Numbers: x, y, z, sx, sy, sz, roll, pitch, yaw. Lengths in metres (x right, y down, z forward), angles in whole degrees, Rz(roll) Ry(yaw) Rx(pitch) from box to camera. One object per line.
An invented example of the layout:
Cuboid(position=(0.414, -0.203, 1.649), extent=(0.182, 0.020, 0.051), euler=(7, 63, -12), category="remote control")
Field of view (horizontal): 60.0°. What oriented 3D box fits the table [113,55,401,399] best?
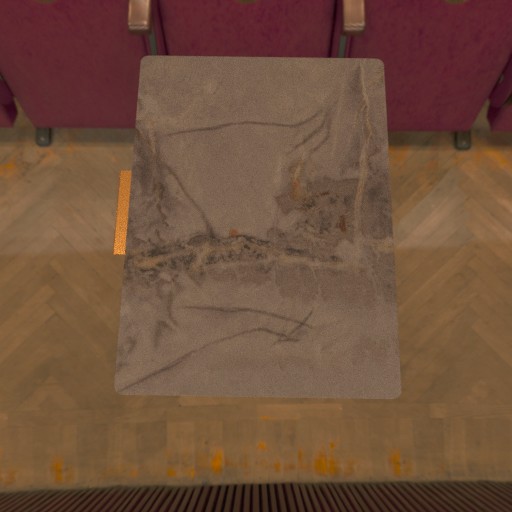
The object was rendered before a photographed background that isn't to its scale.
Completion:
Cuboid(position=(0.000, 0.000, 0.905), extent=(0.400, 0.570, 0.500), euler=(1, 77, 0), category="table")
